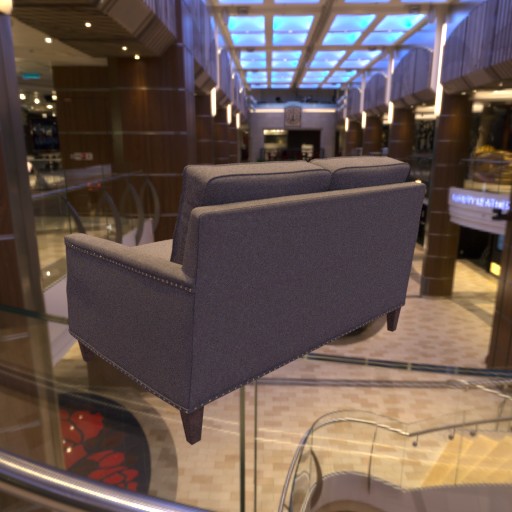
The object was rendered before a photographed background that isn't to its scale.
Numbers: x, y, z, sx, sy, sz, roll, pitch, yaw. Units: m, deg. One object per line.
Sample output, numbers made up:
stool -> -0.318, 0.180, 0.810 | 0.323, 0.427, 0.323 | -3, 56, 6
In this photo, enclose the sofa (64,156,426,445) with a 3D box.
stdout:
sofa -> 0.000, 0.000, 2.285 | 1.597, 1.003, 1.084 | -13, 19, -43
